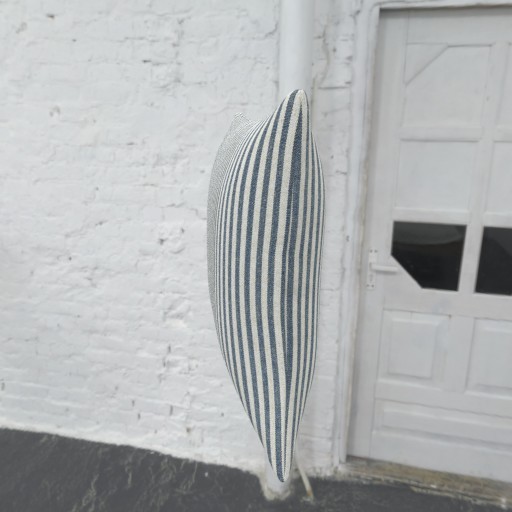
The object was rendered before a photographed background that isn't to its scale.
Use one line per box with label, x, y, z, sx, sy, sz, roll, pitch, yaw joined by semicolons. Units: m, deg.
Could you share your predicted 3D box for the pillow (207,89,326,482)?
pillow;0.000;0.000;0.789;0.166;0.510;0.523;-3;15;-9
